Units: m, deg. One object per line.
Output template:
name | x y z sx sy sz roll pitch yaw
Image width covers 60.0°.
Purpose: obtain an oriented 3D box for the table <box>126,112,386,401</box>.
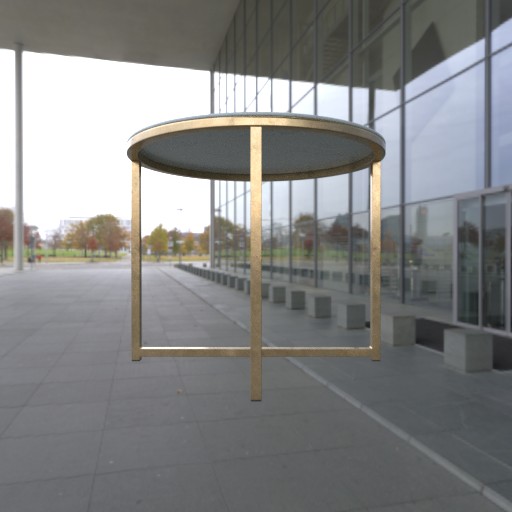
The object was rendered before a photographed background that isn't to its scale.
table | 0.000 0.000 0.891 0.500 0.420 0.500 0 0 0
